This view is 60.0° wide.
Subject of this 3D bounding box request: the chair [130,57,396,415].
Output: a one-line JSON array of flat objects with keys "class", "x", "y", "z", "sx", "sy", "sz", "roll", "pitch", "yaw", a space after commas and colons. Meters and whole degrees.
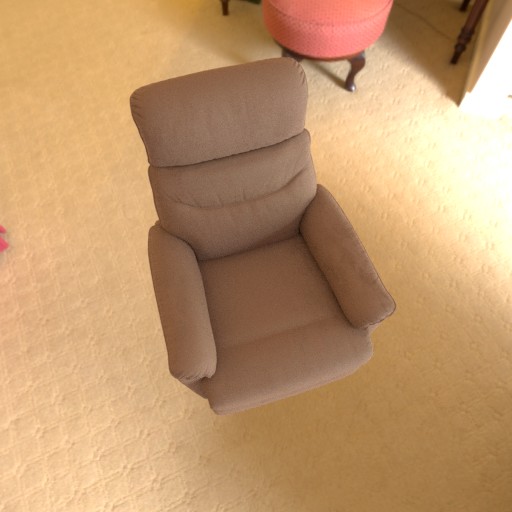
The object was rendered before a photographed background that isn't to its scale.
[{"class": "chair", "x": 0.000, "y": 0.000, "z": 1.732, "sx": 0.820, "sy": 1.037, "sz": 1.004, "roll": -15, "pitch": 63, "yaw": -8}]
